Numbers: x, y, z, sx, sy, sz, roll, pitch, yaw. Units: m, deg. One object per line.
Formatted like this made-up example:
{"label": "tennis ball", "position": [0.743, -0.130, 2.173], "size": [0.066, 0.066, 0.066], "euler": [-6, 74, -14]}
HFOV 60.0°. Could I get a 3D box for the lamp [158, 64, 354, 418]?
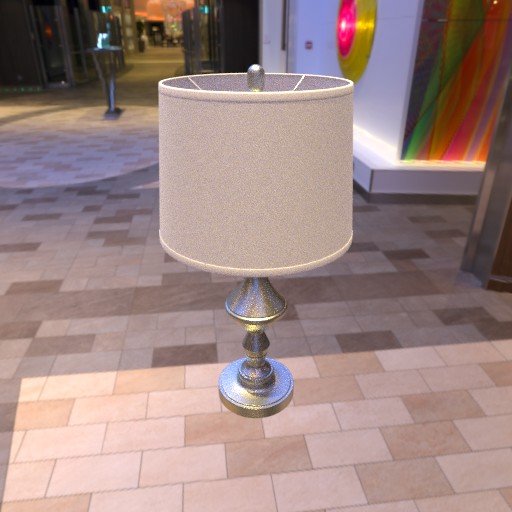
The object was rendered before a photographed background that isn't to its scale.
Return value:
{"label": "lamp", "position": [0.000, 0.000, 0.922], "size": [0.383, 0.733, 0.383], "euler": [0, 27, 0]}
